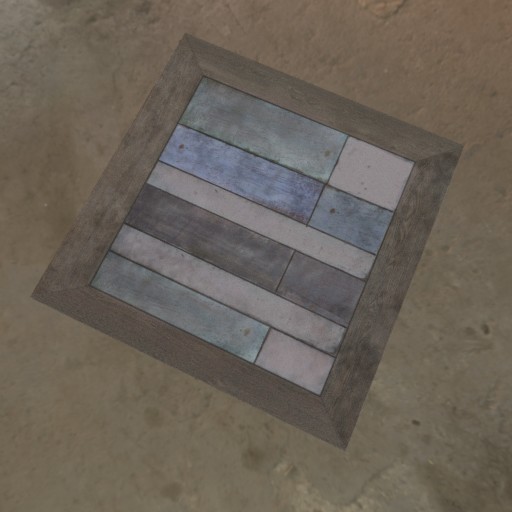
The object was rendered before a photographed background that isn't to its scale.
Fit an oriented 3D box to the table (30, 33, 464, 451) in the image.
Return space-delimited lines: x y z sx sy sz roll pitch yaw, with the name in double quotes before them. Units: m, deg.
"table" 0.000 0.000 1.123 0.610 0.610 0.610 24 78 6
